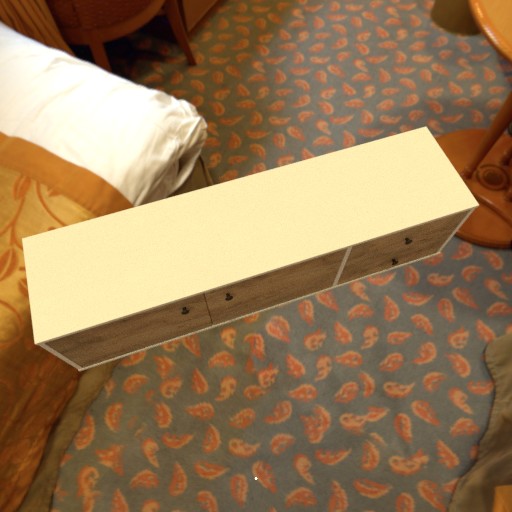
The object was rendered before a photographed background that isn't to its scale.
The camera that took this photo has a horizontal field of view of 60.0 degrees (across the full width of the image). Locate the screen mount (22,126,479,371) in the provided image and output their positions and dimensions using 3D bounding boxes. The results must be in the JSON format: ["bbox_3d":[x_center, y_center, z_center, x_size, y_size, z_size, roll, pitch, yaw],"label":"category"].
[{"bbox_3d":[0.000,0.000,1.822,1.600,0.520,0.418,-17,65,-8],"label":"screen mount"}]
